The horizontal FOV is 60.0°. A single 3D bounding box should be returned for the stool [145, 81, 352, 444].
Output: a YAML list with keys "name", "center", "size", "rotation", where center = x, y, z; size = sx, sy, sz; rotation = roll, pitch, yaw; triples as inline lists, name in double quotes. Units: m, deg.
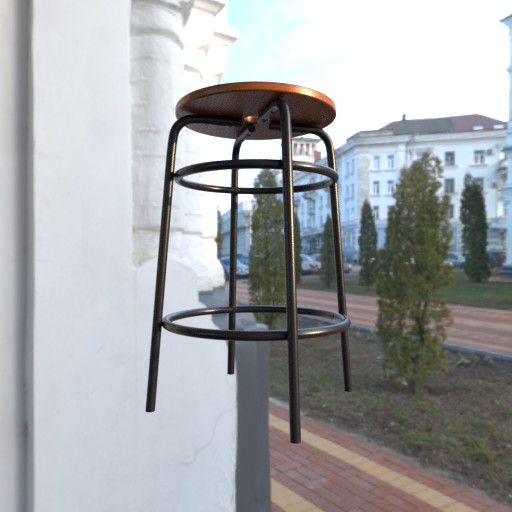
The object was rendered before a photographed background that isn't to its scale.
- name: "stool"
  center: [0.000, 0.000, 0.937]
  size: [0.455, 0.610, 0.455]
  rotation: [0, 0, -17]
